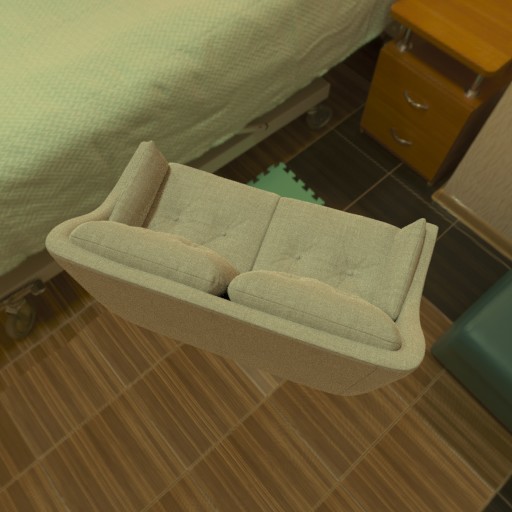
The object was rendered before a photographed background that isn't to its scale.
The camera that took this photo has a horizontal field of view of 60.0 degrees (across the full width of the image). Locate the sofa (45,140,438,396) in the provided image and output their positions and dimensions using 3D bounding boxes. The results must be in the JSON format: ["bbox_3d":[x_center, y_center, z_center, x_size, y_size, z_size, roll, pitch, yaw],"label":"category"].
[{"bbox_3d":[0.000,0.000,2.256,1.652,0.888,0.965,18,65,9],"label":"sofa"}]
